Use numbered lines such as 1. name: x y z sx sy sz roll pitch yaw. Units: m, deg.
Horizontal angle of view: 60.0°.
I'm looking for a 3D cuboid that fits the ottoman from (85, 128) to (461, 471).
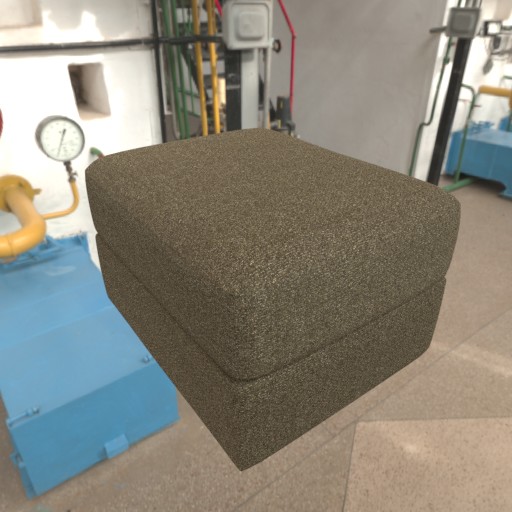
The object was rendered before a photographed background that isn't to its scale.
1. ottoman: 0.000 0.000 1.112 0.598 0.476 0.742 -20 36 -31
